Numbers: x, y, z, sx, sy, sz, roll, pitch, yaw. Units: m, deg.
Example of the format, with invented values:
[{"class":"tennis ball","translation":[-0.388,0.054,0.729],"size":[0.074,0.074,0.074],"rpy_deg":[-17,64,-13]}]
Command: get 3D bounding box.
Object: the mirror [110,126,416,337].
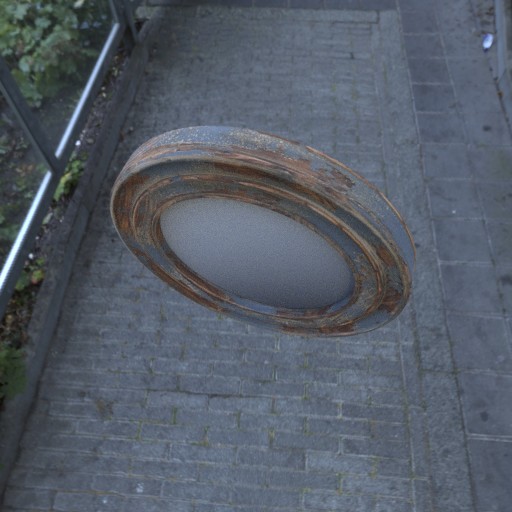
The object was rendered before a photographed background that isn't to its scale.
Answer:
[{"class":"mirror","translation":[0.000,0.000,0.865],"size":[0.585,0.585,0.061],"rpy_deg":[15,60,9]}]
